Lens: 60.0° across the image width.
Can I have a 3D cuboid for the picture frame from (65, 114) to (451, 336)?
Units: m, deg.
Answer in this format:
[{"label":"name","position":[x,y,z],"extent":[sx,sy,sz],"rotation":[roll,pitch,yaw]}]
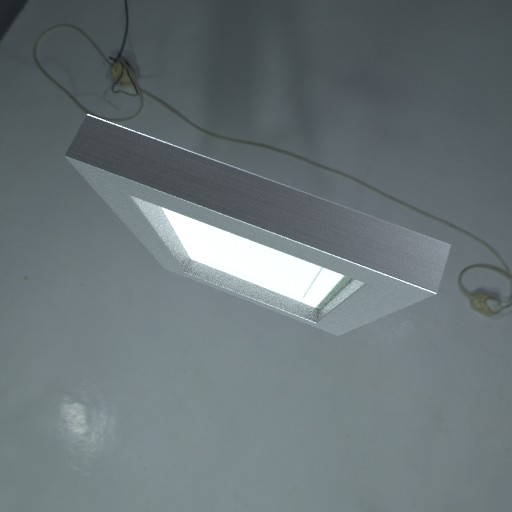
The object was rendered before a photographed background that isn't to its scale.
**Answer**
[{"label":"picture frame","position":[0.000,0.000,0.278],"extent":[0.157,0.208,0.028],"rotation":[21,76,5]}]
